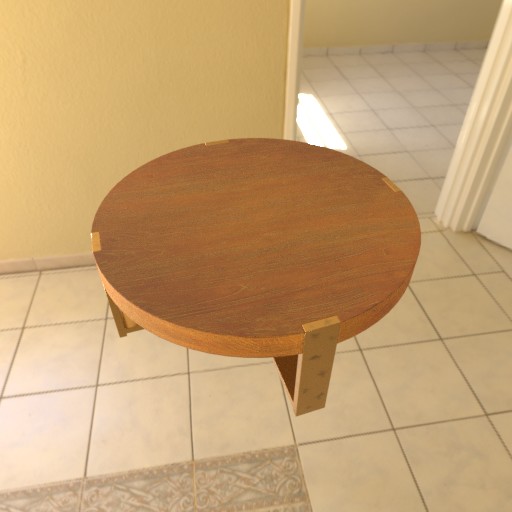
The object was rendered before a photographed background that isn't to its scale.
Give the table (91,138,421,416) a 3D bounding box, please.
[{"bbox_3d":[0.000,0.000,1.676,1.100,0.420,1.100,0,41,0],"label":"table"}]
